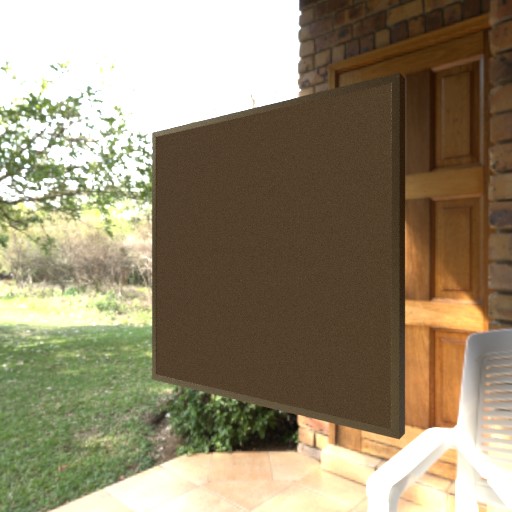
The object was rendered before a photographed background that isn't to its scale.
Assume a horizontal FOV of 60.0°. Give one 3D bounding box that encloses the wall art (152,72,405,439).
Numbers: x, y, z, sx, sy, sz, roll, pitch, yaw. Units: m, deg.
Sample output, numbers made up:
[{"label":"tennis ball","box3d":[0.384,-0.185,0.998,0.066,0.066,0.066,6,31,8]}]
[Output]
[{"label":"wall art","box3d":[0.000,0.000,1.158,0.762,0.762,0.038,0,0,36]}]
